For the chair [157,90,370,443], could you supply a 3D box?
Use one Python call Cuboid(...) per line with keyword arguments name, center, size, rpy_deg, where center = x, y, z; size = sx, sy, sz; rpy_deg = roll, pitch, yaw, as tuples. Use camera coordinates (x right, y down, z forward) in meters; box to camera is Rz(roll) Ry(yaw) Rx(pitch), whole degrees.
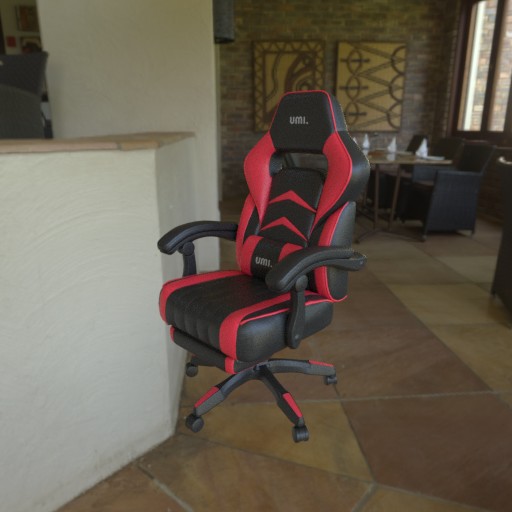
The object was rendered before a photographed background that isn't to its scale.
Cuboid(name="chair", center=(0.000, 0.000, 1.706), size=(0.700, 1.220, 0.700), rpy_deg=(16, 22, 42))
